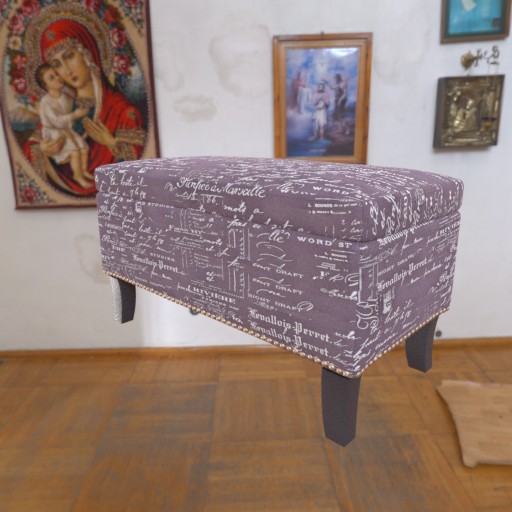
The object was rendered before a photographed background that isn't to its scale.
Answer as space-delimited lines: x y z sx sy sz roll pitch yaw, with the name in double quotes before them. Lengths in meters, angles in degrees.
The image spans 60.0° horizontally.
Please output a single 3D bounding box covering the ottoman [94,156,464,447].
"ottoman" 0.000 0.000 1.076 0.813 0.457 0.406 15 22 41
